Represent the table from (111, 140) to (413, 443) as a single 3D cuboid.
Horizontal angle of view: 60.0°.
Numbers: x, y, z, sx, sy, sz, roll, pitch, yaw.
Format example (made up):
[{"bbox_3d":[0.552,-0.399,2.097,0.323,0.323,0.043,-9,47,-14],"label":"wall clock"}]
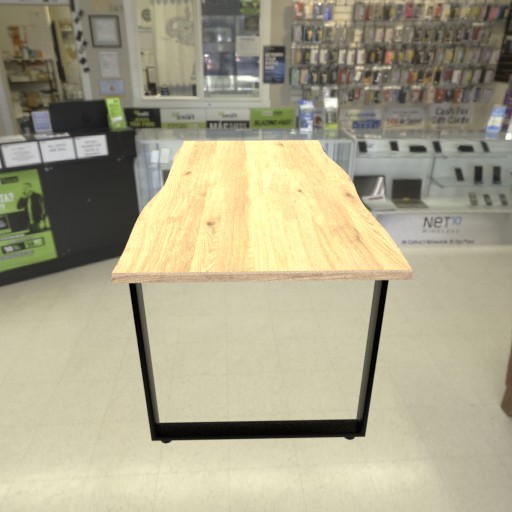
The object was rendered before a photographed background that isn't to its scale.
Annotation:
[{"bbox_3d":[0.000,0.000,2.229,0.900,0.780,1.800,-1,26,-1],"label":"table"}]
